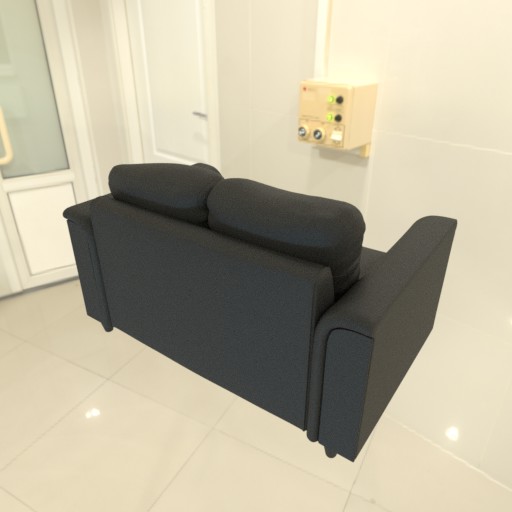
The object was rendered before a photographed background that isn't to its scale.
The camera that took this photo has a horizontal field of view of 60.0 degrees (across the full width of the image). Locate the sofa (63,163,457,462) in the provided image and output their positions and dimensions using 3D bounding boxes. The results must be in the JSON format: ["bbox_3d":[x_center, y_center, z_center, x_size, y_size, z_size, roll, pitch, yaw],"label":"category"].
[{"bbox_3d":[0.000,0.000,1.915,1.386,0.845,0.887,19,33,31],"label":"sofa"}]
